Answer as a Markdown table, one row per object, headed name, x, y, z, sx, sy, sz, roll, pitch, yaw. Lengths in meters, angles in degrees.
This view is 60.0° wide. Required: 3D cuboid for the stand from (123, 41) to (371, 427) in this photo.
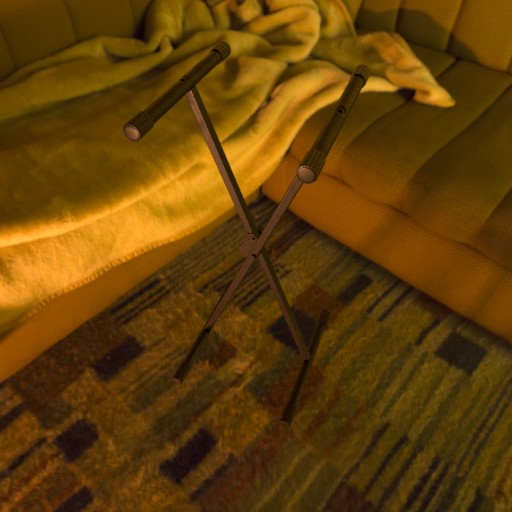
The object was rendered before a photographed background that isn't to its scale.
| name | x | y | z | sx | sy | sz | roll | pitch | yaw |
| --- | --- | --- | --- | --- | --- | --- | --- | --- | --- |
| stand | 0.000 | 0.000 | 1.205 | 0.409 | 0.940 | 0.449 | 17 | 49 | 15 |
